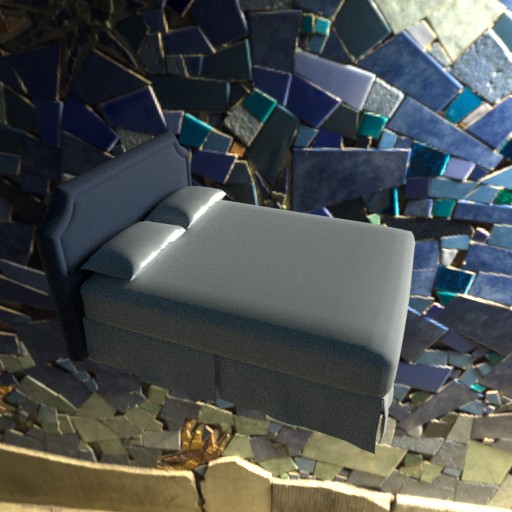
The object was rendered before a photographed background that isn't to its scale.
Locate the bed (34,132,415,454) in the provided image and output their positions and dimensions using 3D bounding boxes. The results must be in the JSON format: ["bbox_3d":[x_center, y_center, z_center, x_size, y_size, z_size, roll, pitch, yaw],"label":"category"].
[{"bbox_3d":[0.000,0.000,3.310,2.260,1.297,1.831,11,33,18],"label":"bed"}]
